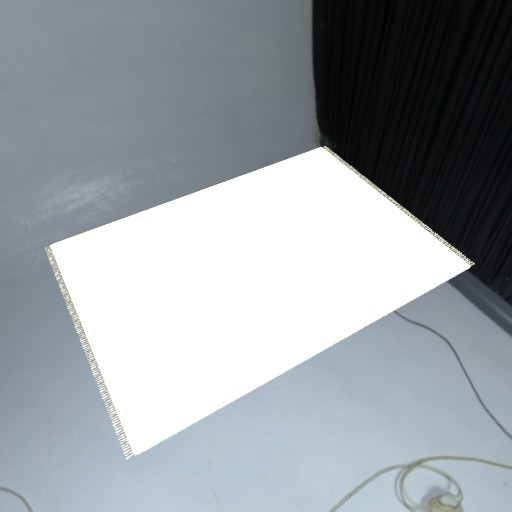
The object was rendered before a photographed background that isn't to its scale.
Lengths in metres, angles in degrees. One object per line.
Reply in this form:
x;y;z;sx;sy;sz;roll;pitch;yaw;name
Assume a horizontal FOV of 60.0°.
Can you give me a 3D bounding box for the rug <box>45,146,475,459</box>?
0.000;0.000;2.772;2.233;0.011;1.514;-24;51;-21;rug
